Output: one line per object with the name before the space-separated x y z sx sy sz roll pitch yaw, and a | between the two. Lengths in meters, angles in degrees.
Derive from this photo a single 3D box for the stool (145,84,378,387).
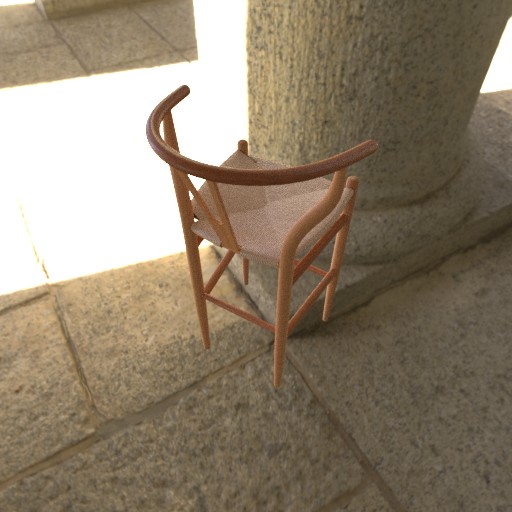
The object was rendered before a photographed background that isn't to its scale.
stool | 0.000 0.000 1.436 0.574 1.068 0.561 23 52 20
